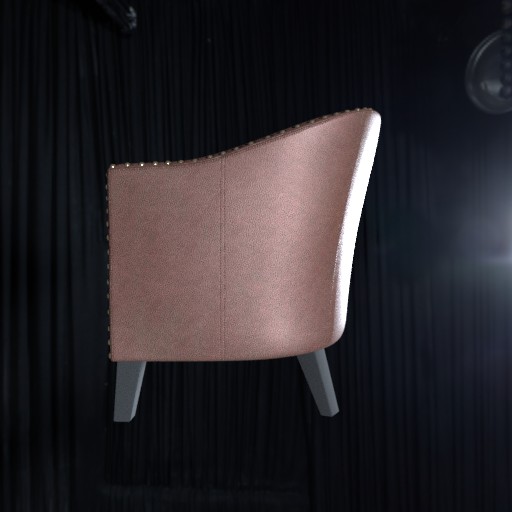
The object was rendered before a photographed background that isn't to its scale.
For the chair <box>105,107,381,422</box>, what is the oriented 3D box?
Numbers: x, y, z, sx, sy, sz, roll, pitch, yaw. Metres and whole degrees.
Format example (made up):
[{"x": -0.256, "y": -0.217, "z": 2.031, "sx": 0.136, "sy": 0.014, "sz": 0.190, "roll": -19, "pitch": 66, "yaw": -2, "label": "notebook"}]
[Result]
[{"x": 0.000, "y": 0.000, "z": 1.419, "sx": 0.748, "sy": 0.823, "sz": 0.794, "roll": 0, "pitch": 1, "yaw": 1, "label": "chair"}]
